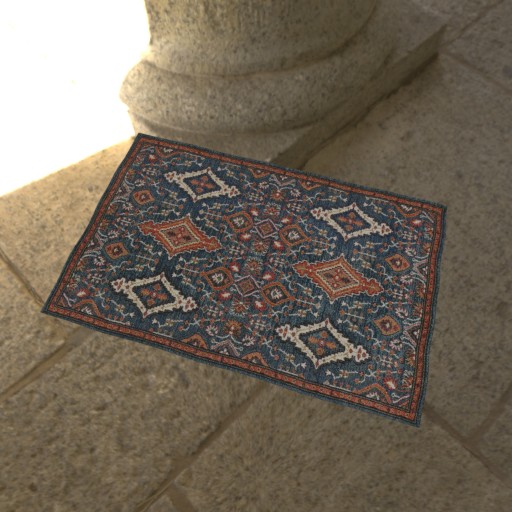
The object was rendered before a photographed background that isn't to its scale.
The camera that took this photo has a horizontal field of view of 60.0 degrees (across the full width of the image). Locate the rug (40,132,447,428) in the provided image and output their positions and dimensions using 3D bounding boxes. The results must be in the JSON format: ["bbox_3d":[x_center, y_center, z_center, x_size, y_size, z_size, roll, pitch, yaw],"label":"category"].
[{"bbox_3d":[0.000,0.000,4.167,3.371,0.008,2.190,15,64,7],"label":"rug"}]
